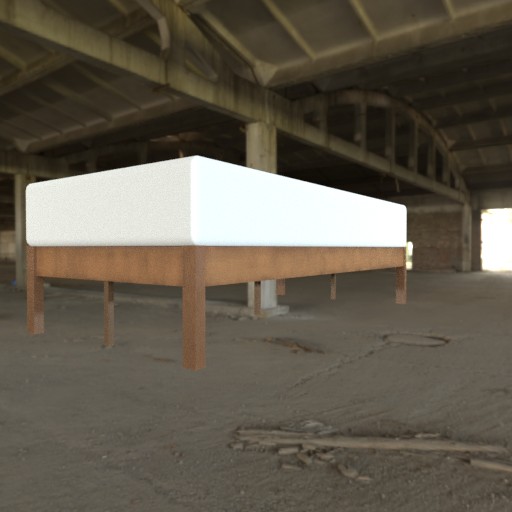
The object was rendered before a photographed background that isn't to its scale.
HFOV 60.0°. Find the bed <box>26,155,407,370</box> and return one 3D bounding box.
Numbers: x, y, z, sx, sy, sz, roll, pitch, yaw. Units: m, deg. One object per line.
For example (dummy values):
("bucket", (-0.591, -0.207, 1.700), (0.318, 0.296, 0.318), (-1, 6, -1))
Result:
("bed", (0.000, 0.000, 2.301), (0.961, 0.616, 1.902), (1, 1, 36))
